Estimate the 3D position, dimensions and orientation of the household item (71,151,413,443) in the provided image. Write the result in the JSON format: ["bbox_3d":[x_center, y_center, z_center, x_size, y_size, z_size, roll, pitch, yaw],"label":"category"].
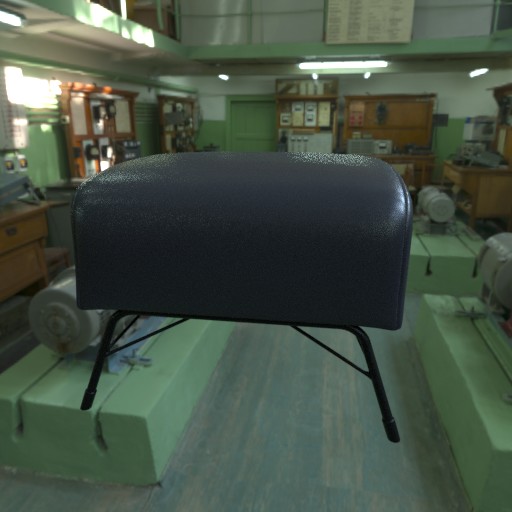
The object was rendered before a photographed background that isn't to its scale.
[{"bbox_3d":[0.000,0.000,0.903,0.530,0.410,0.530,3,18,8],"label":"household item"}]
